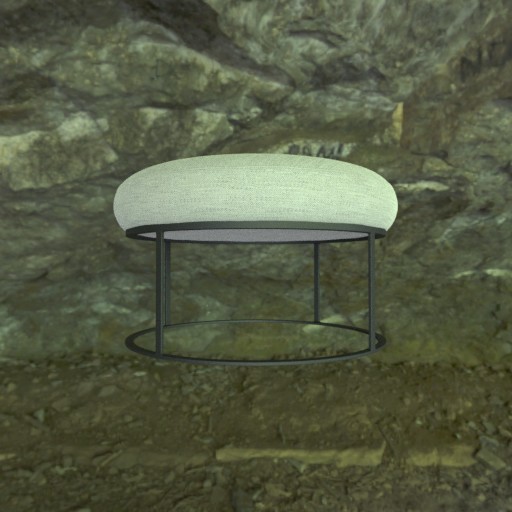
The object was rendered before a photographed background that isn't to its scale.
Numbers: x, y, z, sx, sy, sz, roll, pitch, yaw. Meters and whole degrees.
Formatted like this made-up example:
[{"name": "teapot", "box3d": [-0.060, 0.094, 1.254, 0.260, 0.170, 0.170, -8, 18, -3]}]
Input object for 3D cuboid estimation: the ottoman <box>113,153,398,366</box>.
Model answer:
[{"name": "ottoman", "box3d": [0.000, 0.000, 1.254, 0.769, 0.459, 0.769, 0, -1, 0]}]
